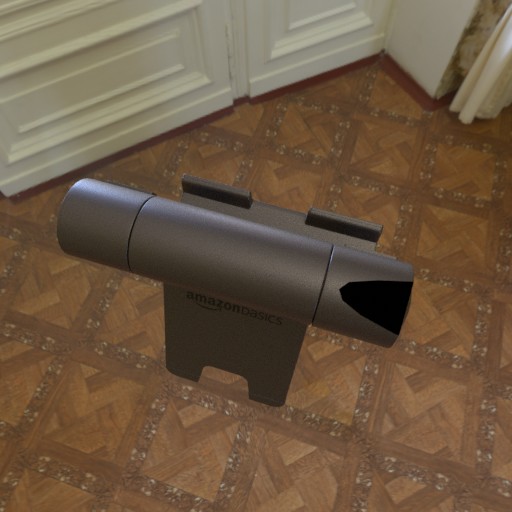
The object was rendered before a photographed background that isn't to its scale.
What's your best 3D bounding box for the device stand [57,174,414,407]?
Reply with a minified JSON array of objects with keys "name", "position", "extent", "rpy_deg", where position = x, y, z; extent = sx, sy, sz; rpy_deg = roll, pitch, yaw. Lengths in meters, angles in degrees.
[{"name":"device stand","position":[0.000,0.000,0.149],"extent":[0.088,0.084,0.079],"rpy_deg":[15,65,8]}]
